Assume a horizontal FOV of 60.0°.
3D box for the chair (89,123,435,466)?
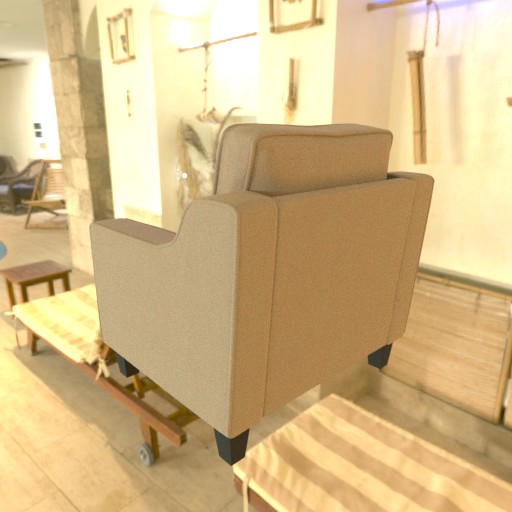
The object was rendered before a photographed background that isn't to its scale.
[{"bbox_3d":[0.000,0.000,1.656,0.922,0.948,0.882,-15,22,-41],"label":"chair"}]
